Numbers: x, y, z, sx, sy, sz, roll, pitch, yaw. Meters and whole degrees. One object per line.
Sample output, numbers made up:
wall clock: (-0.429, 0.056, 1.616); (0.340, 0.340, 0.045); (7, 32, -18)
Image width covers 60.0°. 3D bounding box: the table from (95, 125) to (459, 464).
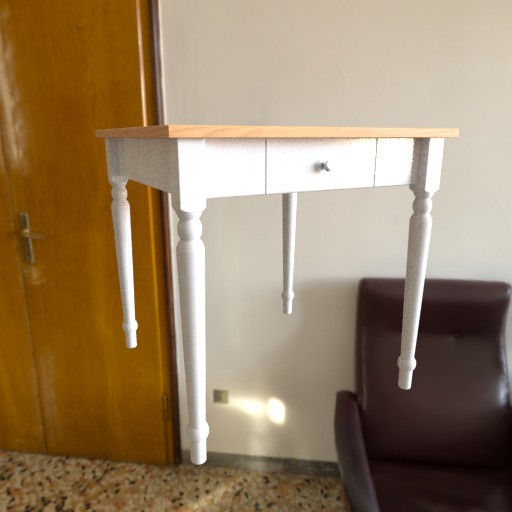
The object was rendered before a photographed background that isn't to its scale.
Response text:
table: (0.000, 0.000, 1.344); (0.747, 0.738, 0.747); (-8, 17, -27)
